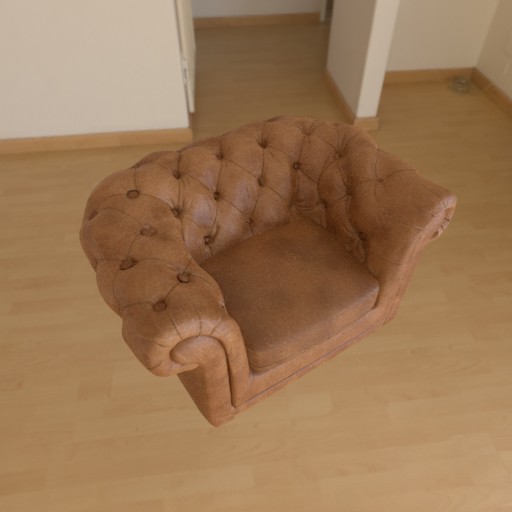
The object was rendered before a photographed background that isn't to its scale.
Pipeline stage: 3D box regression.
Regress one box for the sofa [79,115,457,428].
[{"bbox_3d":[0.000,0.000,2.059,1.405,0.878,1.033,-24,50,-22],"label":"sofa"}]
